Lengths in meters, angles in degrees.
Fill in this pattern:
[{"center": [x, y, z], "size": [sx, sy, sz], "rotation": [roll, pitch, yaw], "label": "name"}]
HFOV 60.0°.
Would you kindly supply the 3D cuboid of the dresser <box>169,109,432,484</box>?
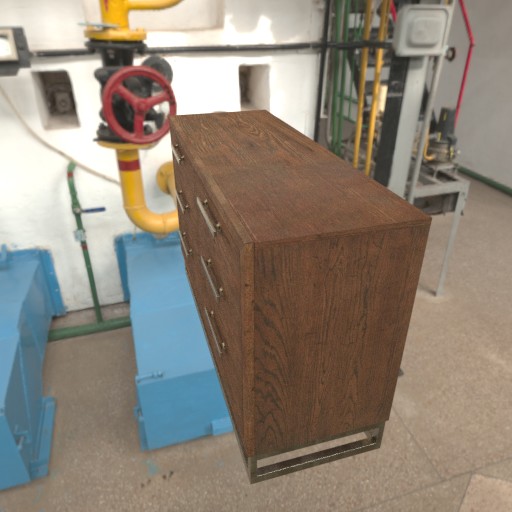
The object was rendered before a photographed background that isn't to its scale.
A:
[{"center": [0.000, 0.000, 2.204], "size": [0.623, 1.061, 1.646], "rotation": [-8, 31, -14], "label": "dresser"}]
